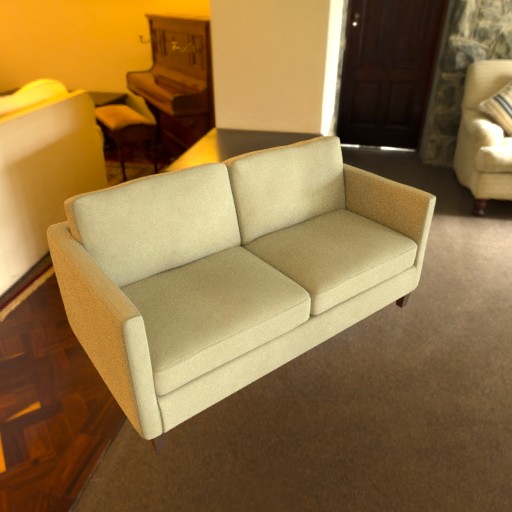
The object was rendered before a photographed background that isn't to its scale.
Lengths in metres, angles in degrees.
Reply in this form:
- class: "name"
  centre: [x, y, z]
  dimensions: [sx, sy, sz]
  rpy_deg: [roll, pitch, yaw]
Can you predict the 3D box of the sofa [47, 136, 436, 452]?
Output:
- class: "sofa"
  centre: [0.000, 0.000, 2.391]
  dimensions: [1.846, 0.940, 0.950]
  rpy_deg: [-21, 36, -32]
